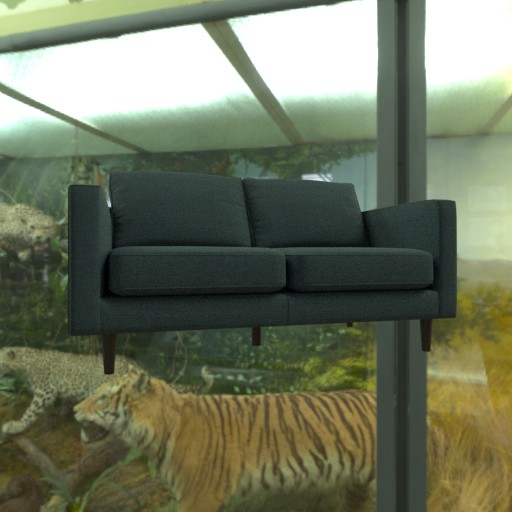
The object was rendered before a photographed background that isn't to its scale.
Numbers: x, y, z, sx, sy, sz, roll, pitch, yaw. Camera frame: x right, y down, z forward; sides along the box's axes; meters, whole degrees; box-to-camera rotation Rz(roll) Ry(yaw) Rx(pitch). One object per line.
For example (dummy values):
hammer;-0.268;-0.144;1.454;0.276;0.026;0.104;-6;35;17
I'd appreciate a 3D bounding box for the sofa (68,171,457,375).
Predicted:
sofa;0.000;0.000;2.235;1.659;0.907;0.999;0;0;-16
